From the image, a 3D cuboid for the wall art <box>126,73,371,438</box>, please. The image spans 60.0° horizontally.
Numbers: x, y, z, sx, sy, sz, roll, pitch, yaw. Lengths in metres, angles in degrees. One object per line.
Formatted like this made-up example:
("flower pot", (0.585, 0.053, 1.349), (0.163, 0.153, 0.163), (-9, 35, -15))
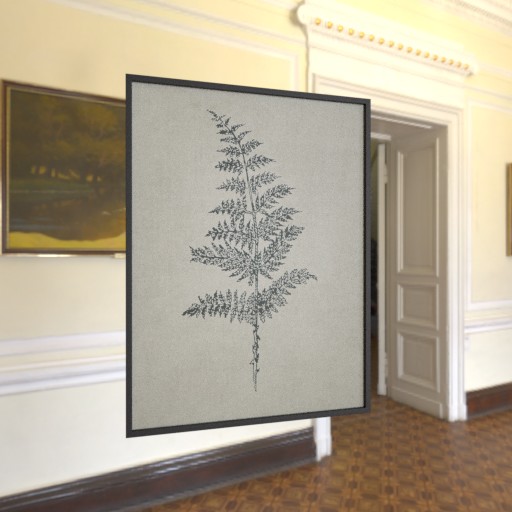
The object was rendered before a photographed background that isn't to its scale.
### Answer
("wall art", (0.000, 0.000, 1.423), (0.802, 1.070, 0.036), (0, 0, -15))
